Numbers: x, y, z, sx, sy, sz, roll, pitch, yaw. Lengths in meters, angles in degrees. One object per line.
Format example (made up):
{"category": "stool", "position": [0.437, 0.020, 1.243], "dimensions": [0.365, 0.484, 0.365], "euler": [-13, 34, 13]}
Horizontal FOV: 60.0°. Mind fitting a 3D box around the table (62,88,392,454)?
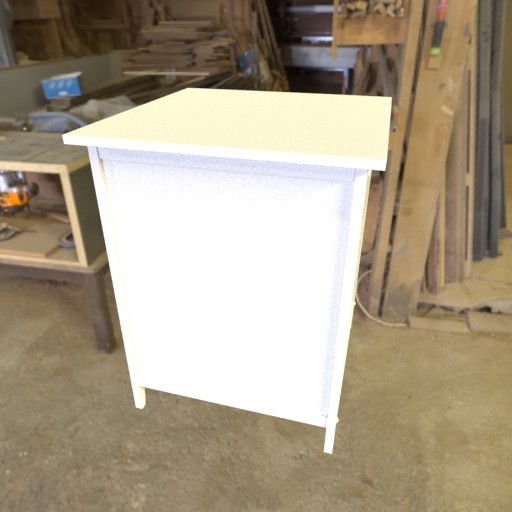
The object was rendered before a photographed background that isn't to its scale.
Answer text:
{"category": "table", "position": [0.000, 0.000, 0.768], "dimensions": [0.381, 0.483, 0.381], "euler": [8, 30, 14]}
